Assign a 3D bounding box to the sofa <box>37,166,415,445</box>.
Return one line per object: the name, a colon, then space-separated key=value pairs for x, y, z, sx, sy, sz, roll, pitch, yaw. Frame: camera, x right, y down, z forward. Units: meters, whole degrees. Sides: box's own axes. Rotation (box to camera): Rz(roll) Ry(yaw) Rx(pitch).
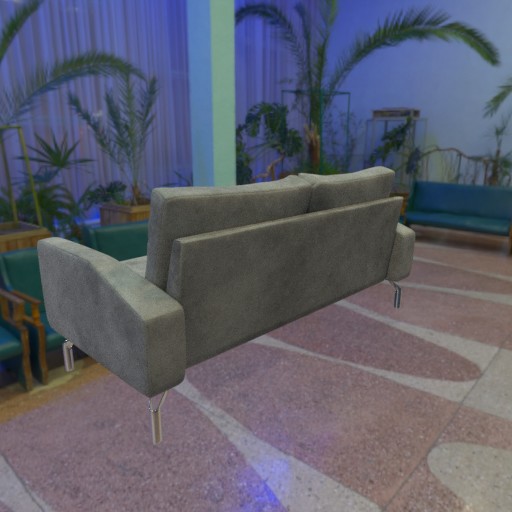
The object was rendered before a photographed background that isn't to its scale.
sofa: x=0.000 y=0.000 z=2.269 sx=0.849 sy=0.859 sz=1.837 roll=14 pitch=21 yaw=42
